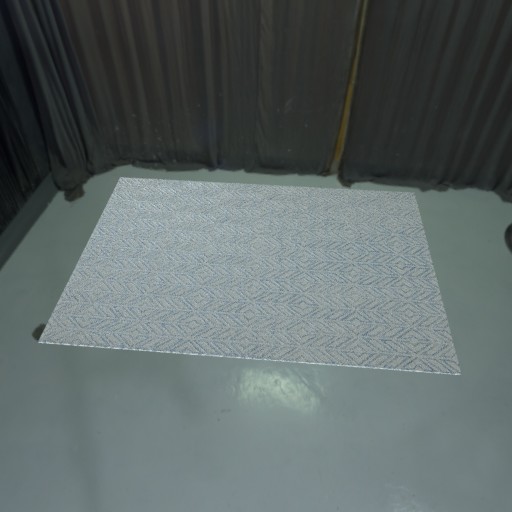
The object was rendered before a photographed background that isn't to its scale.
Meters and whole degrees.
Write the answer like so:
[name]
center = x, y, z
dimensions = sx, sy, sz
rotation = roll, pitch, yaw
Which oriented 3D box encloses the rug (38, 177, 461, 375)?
[rug]
center = 0.000, 0.000, 2.323
dimensions = 1.824, 0.008, 1.220
rotation = 4, 46, 3
